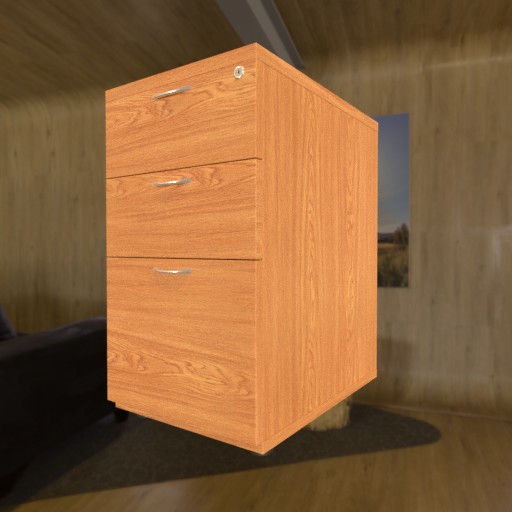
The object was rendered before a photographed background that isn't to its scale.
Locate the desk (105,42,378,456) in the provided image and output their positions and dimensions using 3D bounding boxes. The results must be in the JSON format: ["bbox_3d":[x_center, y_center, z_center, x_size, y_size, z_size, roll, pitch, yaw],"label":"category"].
[{"bbox_3d":[0.000,0.000,1.101,0.404,0.730,0.600,1,1,35],"label":"desk"}]
